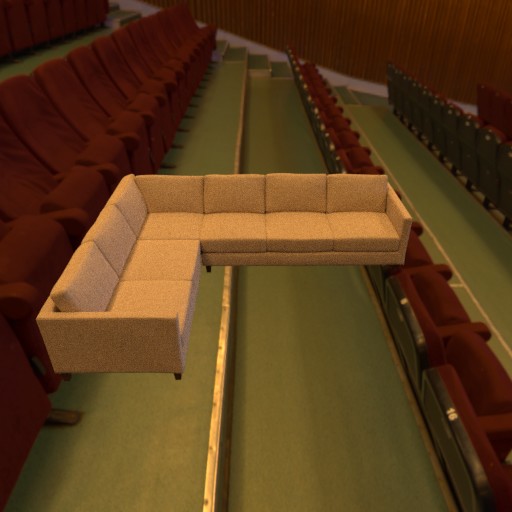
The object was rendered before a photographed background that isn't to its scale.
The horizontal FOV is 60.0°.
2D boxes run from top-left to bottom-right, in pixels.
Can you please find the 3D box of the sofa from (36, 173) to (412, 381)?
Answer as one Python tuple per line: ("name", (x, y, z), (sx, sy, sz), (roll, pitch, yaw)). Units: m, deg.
("sofa", (0.000, 0.000, 4.317), (3.182, 0.863, 2.432), (0, 32, -1))
